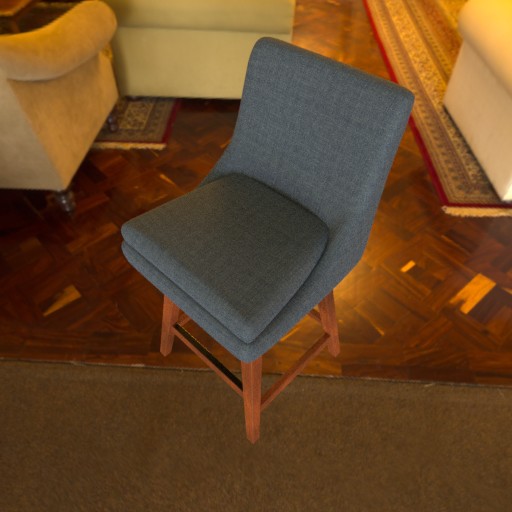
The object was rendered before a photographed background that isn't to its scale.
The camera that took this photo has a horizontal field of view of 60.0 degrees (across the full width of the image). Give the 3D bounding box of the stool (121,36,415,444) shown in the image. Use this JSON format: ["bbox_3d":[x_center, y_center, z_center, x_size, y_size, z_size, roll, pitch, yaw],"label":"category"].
[{"bbox_3d":[0.000,0.000,1.177,0.467,0.895,0.524,35,56,28],"label":"stool"}]
